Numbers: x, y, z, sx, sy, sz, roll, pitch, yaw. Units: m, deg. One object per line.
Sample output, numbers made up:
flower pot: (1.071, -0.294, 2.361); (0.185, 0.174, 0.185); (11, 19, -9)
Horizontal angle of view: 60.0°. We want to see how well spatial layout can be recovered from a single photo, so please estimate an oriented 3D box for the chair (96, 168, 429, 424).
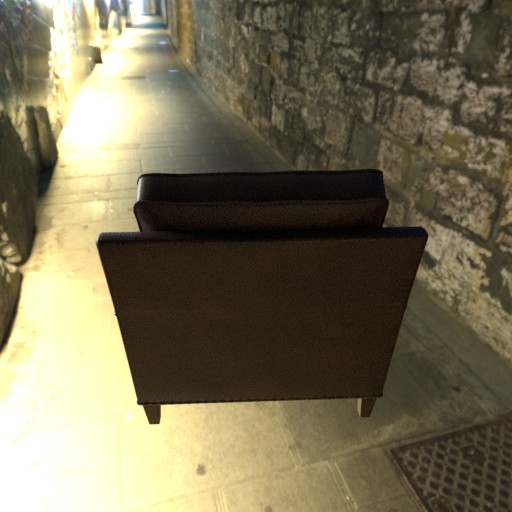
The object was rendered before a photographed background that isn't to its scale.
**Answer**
chair: (0.000, 0.000, 1.713); (0.853, 0.929, 1.014); (-1, 30, -2)
